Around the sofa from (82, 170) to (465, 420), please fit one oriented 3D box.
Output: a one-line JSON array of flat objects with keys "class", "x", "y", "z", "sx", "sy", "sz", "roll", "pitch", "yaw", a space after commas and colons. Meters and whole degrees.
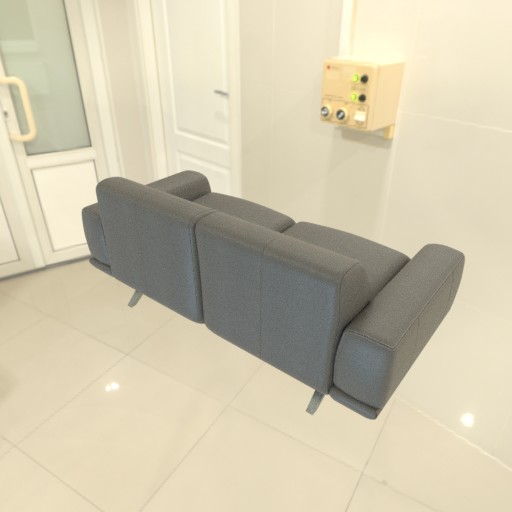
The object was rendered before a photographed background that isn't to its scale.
[{"class": "sofa", "x": 0.000, "y": 0.000, "z": 2.393, "sx": 1.901, "sy": 0.772, "sz": 0.900, "roll": 22, "pitch": 37, "yaw": 32}]
